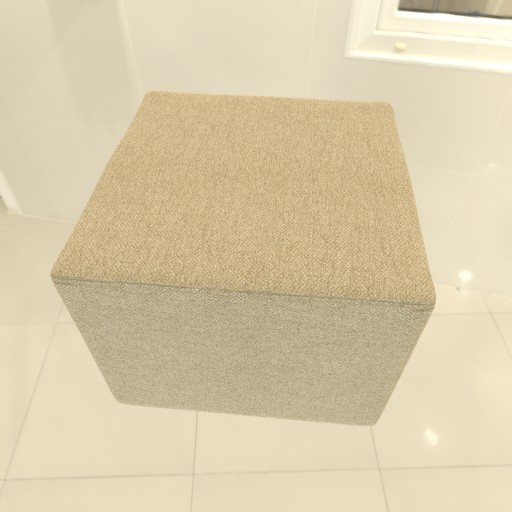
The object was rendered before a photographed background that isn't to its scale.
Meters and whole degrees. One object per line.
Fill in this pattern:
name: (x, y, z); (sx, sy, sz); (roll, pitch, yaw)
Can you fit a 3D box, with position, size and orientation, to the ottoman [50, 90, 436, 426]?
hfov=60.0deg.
ottoman: (0.000, 0.000, 0.860); (0.508, 0.432, 0.508); (4, 47, 4)
